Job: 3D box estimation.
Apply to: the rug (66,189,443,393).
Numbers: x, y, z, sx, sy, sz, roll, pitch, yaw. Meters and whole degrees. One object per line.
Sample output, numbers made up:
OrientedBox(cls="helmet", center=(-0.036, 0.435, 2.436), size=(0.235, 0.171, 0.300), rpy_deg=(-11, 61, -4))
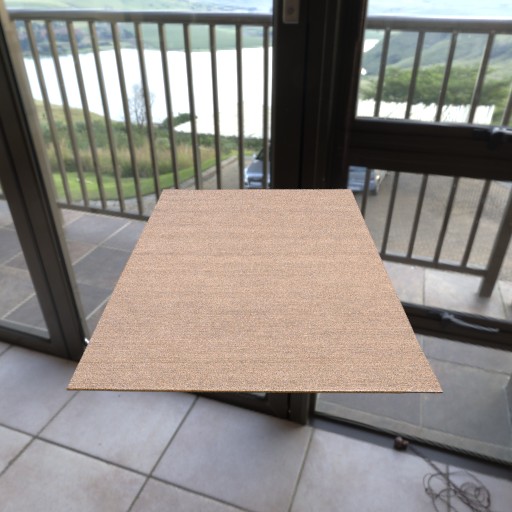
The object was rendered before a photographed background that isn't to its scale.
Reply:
OrientedBox(cls="rug", center=(0.000, 0.000, 2.867), size=(1.624, 0.030, 2.264), rpy_deg=(0, 31, 1))
